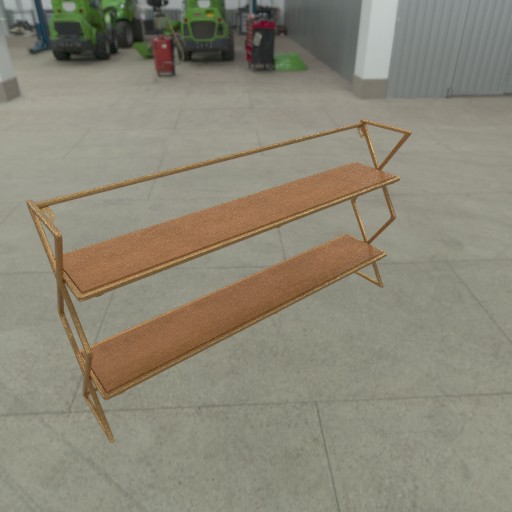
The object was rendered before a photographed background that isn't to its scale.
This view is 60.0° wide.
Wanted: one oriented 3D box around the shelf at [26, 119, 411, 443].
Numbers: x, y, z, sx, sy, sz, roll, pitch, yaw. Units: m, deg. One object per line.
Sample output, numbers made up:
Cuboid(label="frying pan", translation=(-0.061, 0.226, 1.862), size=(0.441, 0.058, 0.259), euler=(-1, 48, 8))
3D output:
Cuboid(label="shelf", translation=(0.000, 0.000, 0.992), size=(0.822, 0.450, 0.150), euler=(-22, 38, -32))
